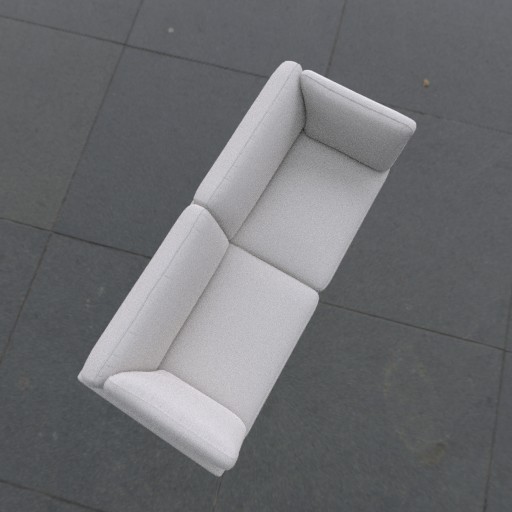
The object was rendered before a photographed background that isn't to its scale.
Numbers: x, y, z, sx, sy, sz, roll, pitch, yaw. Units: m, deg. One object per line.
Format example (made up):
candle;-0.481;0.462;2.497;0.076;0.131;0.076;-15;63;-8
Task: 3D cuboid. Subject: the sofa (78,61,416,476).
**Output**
sofa;0.000;0.000;2.748;0.957;0.863;2.301;29;77;7
